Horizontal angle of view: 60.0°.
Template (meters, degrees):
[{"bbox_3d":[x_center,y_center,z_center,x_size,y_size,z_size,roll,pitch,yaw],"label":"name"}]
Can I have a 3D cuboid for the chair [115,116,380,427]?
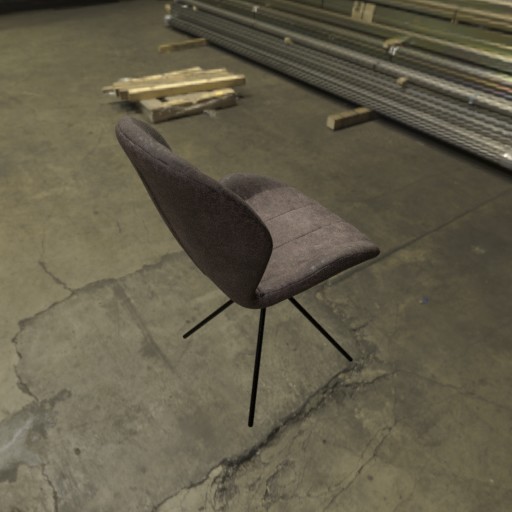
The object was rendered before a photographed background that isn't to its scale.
[{"bbox_3d":[0.000,0.000,1.308,0.640,0.934,0.527,-24,46,-26],"label":"chair"}]
